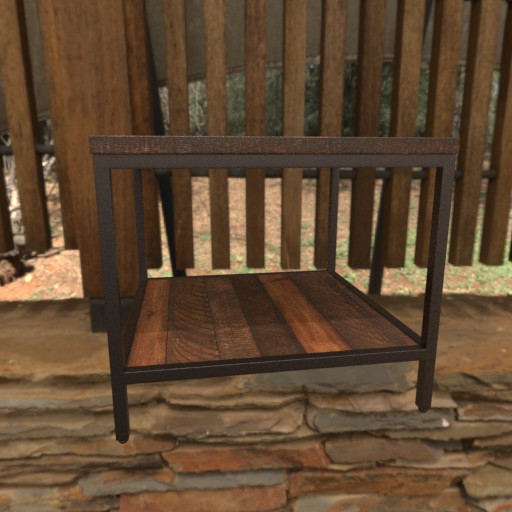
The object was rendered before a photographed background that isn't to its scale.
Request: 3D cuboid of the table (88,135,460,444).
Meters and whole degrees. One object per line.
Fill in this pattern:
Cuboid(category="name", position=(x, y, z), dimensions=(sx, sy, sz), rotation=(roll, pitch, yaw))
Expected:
Cuboid(category="table", position=(0.000, 0.000, 0.961), dimensions=(0.553, 0.482, 0.548), rotation=(-2, 13, -9))
